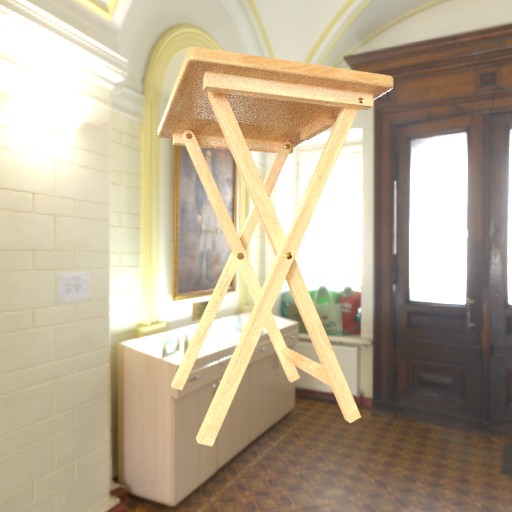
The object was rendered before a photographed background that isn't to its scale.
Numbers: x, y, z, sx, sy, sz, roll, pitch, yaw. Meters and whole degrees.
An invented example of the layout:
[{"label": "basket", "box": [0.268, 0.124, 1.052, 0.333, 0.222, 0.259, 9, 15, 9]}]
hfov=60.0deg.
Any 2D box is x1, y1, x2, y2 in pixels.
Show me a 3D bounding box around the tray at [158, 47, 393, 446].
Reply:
[{"label": "tray", "box": [0.000, 0.000, 0.982, 0.381, 0.660, 0.483, 0, 0, -18]}]
